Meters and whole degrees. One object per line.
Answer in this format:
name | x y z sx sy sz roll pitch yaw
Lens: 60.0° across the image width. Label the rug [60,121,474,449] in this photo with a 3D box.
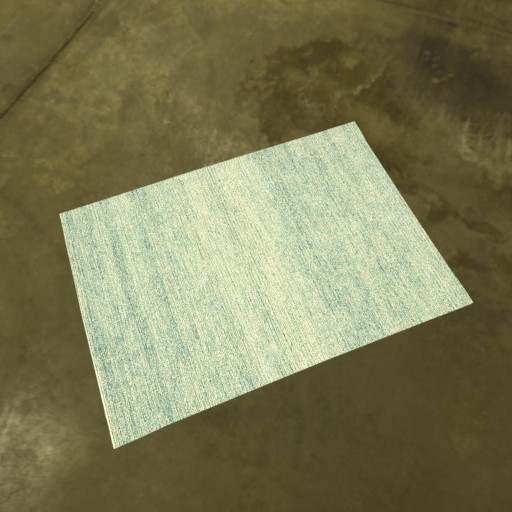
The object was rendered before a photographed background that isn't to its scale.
rug | 0.000 0.000 2.923 2.306 0.030 1.613 -19 65 -9
